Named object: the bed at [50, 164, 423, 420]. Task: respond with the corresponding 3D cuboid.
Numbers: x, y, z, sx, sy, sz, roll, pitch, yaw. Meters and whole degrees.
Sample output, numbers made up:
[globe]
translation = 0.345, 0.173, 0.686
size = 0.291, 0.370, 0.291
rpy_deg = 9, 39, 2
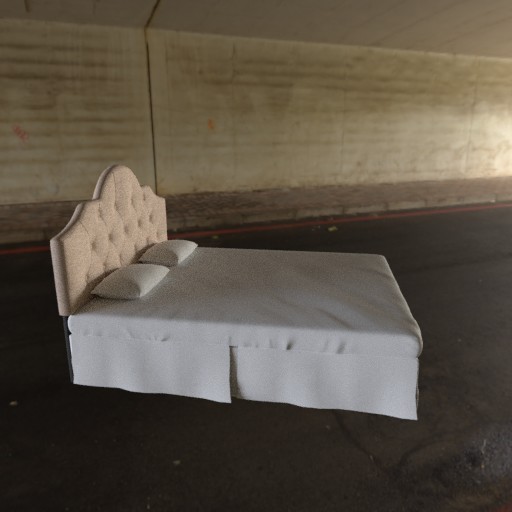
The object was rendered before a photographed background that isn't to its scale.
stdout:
[bed]
translation = 0.000, 0.000, 3.001
size = 1.970, 1.194, 1.667
rpy_deg = 2, 16, 8
